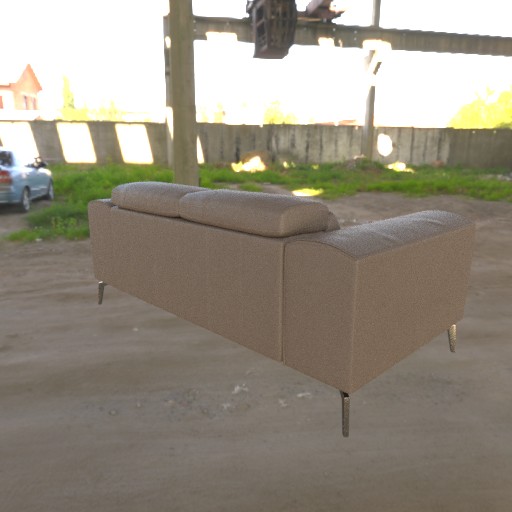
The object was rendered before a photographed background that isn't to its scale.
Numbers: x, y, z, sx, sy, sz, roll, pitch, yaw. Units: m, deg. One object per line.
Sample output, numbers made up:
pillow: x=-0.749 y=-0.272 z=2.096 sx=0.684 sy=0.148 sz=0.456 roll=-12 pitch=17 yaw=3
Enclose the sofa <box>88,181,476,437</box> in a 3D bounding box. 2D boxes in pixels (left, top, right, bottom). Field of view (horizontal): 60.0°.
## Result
sofa: x=0.000 y=0.000 z=2.376 sx=1.003 sy=0.779 sz=1.895 roll=-13 pitch=19 yaw=-43
